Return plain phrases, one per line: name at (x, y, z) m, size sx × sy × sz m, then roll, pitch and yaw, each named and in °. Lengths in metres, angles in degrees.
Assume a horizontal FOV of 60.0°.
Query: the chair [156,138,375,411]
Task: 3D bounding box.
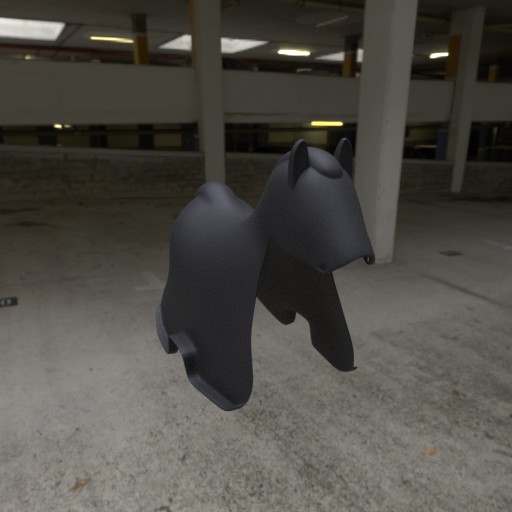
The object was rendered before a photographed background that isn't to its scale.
chair at (0.000, 0.000, 1.150) m, size 0.429 × 0.612 × 0.800 m, roll -9°, pitch 20°, yaw -27°
